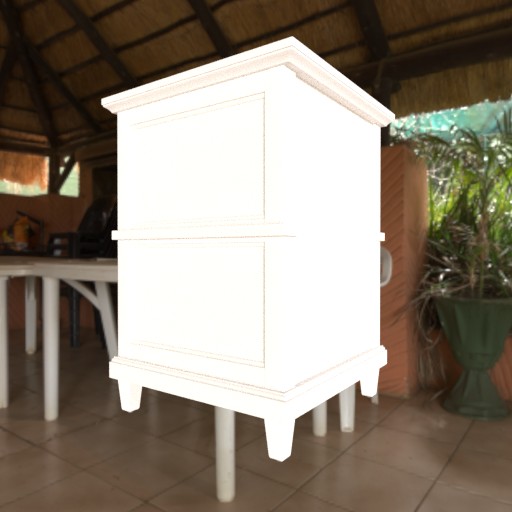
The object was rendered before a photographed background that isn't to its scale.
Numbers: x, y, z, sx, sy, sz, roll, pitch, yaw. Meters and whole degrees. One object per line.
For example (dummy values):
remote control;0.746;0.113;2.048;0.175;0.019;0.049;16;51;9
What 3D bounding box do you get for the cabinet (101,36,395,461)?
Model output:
cabinet;0.000;0.000;1.156;0.547;0.775;0.544;0;1;36
